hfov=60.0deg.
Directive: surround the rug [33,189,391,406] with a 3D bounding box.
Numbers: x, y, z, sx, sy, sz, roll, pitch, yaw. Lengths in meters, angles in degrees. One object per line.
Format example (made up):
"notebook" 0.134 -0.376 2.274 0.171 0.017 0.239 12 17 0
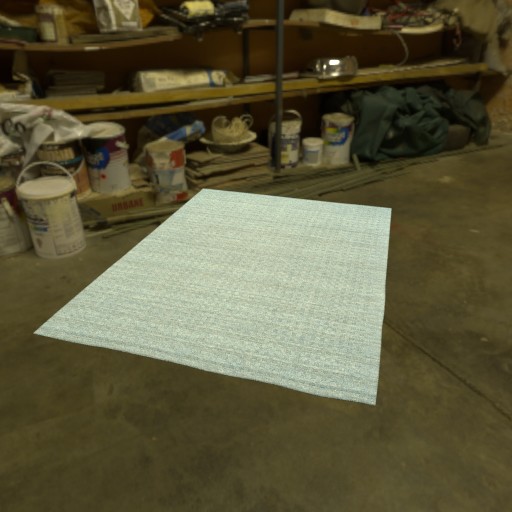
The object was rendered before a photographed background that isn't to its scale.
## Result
"rug" 0.000 0.000 4.267 2.443 0.007 3.200 8 30 15
